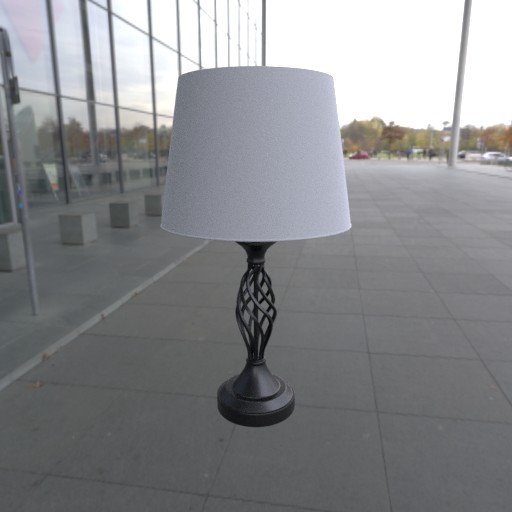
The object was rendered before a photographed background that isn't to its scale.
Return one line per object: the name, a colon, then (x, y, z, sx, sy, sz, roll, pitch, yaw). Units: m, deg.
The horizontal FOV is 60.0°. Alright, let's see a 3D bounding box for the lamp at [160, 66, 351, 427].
lamp: (0.000, 0.000, 0.797, 0.331, 0.594, 0.331, 0, 13, 0)
